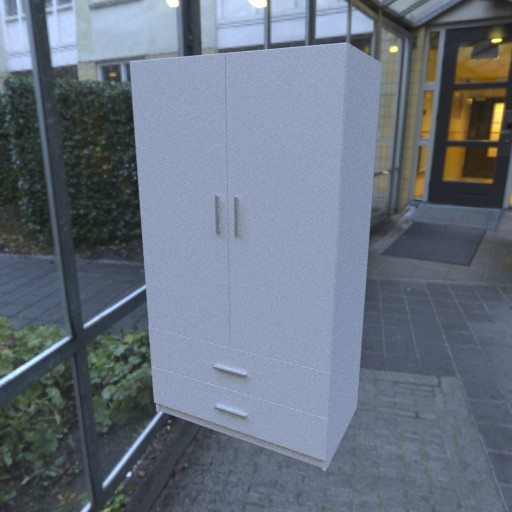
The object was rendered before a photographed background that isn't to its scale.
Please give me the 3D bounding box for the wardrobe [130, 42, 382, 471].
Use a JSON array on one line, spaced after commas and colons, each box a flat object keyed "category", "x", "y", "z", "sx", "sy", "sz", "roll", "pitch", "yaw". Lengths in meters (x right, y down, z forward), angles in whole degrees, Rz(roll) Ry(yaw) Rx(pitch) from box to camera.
[{"category": "wardrobe", "x": 0.000, "y": 0.000, "z": 2.234, "sx": 0.991, "sy": 1.808, "sz": 0.577, "roll": 8, "pitch": 18, "yaw": 26}]
